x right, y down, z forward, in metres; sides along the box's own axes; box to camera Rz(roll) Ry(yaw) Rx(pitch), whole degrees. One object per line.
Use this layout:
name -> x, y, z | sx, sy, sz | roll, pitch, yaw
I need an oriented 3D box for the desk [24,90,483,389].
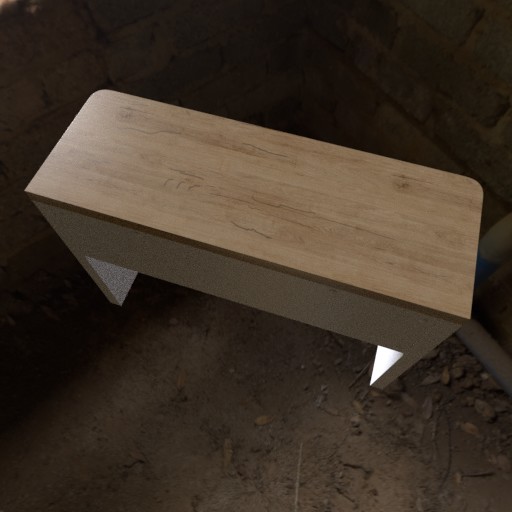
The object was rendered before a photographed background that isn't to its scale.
desk -> 0.000, 0.000, 1.459 | 1.100, 0.760, 0.390 | 16, 63, 8
